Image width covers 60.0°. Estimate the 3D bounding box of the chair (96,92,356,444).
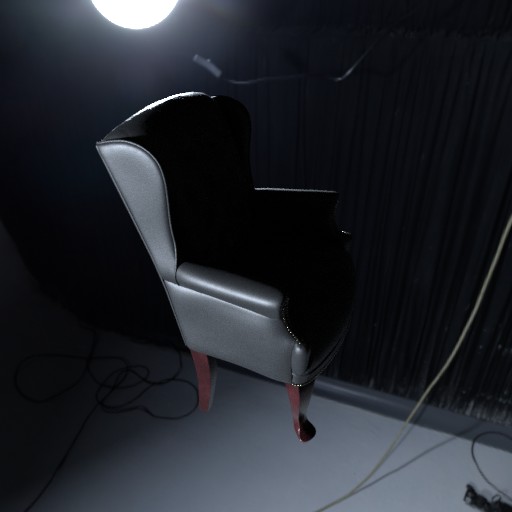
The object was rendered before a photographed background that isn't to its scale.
[{"bbox_3d":[0.000,0.000,1.673,0.762,1.111,0.838,10,32,17],"label":"chair"}]
